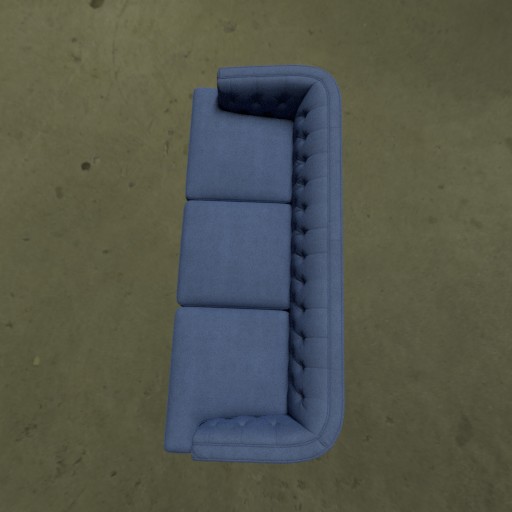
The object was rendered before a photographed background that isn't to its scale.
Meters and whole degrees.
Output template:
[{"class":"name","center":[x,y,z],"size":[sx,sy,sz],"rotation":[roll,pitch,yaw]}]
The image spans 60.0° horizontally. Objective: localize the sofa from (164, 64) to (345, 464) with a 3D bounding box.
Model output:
[{"class":"sofa","center":[0.000,0.000,2.682],"size":[0.914,0.787,2.235],"rotation":[2,76,1]}]
